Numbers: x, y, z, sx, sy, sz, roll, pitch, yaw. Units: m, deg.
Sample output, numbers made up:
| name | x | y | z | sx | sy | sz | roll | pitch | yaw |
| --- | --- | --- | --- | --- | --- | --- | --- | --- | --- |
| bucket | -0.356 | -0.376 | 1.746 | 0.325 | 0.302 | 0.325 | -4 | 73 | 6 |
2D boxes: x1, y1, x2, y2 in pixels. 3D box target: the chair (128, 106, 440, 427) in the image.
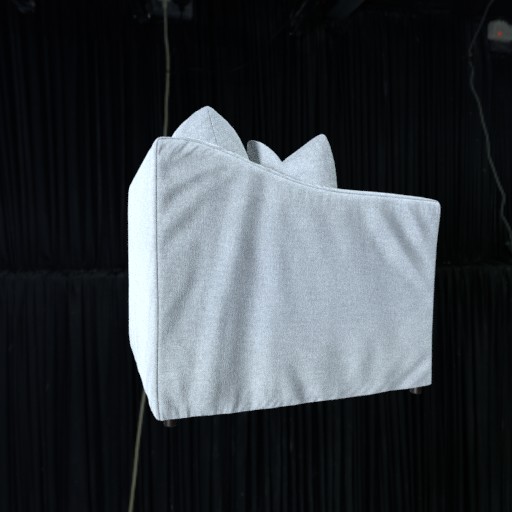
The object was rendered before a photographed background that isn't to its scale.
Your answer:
| name | x | y | z | sx | sy | sz | roll | pitch | yaw |
| --- | --- | --- | --- | --- | --- | --- | --- | --- | --- |
| chair | 0.000 | 0.000 | 2.034 | 1.071 | 1.059 | 1.194 | -1 | 2 | -20 |
